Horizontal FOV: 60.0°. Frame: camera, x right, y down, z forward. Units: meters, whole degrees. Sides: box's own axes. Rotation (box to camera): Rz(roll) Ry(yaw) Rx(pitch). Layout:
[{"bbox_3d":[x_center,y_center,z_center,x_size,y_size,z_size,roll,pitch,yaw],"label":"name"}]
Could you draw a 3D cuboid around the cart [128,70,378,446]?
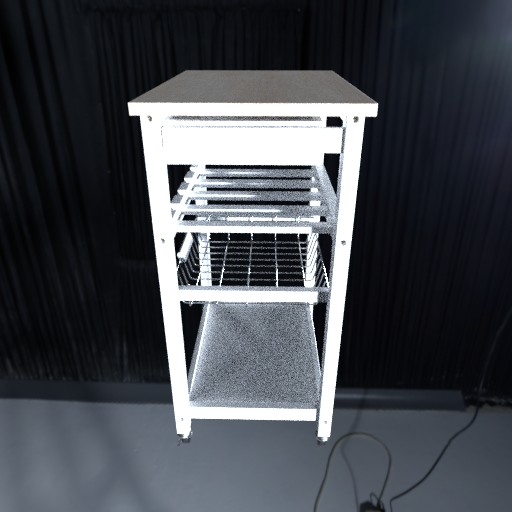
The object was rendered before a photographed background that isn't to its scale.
[{"bbox_3d":[0.000,0.000,1.169,0.406,0.857,0.578,1,28,1],"label":"cart"}]
